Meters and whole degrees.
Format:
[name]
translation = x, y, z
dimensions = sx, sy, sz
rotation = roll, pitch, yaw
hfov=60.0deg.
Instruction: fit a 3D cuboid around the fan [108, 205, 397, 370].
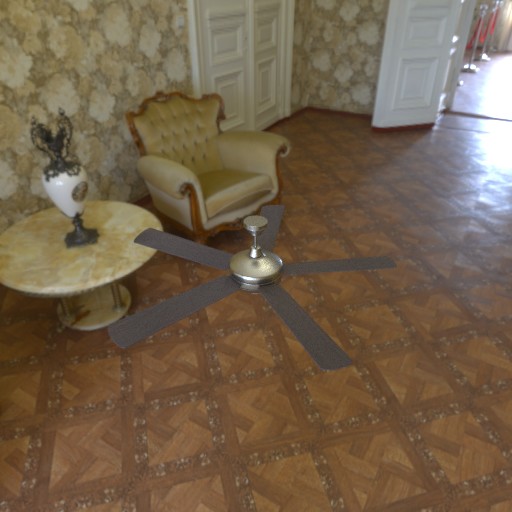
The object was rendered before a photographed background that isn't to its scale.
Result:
[fan]
translation = 0.000, 0.000, 2.008
dimensions = 1.321, 0.356, 1.321
rotation = -9, 33, -14
